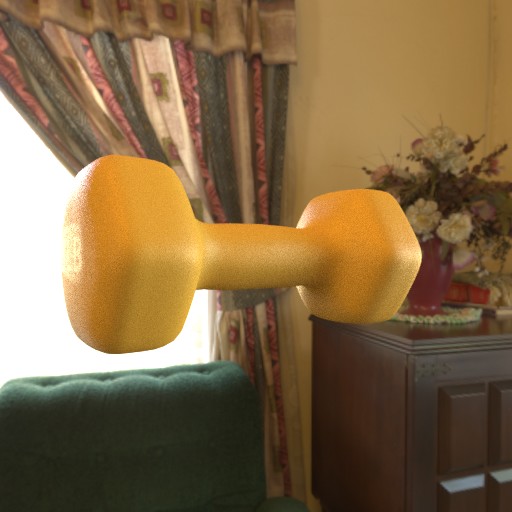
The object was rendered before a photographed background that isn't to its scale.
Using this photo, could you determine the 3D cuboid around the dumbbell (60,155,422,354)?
[{"bbox_3d":[0.000,0.000,0.238,0.190,0.082,0.090,0,-1,-35],"label":"dumbbell"}]
